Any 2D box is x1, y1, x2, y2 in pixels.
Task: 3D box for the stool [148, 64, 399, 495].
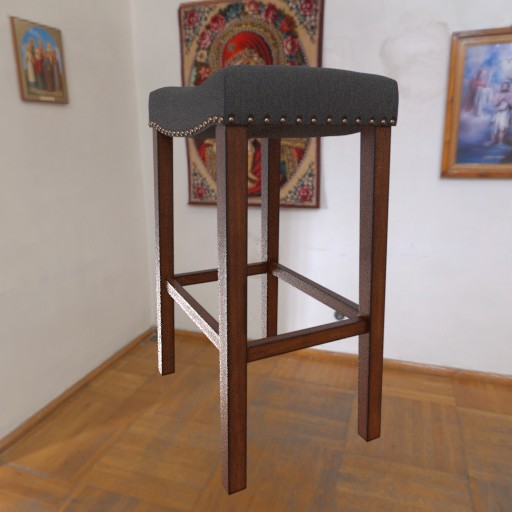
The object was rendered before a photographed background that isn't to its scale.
[{"bbox_3d":[0.000,0.000,1.019,0.366,0.760,0.502,-8,17,-26],"label":"stool"}]
